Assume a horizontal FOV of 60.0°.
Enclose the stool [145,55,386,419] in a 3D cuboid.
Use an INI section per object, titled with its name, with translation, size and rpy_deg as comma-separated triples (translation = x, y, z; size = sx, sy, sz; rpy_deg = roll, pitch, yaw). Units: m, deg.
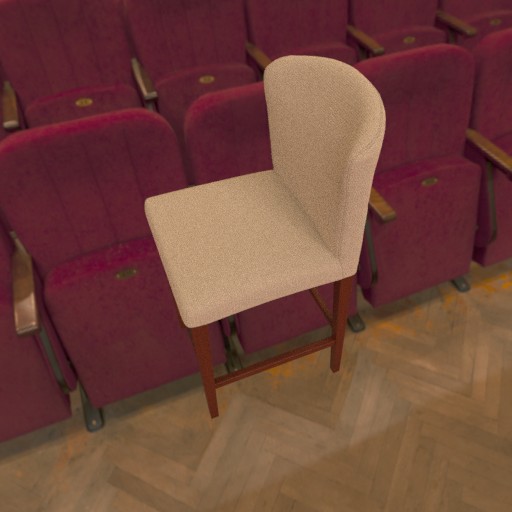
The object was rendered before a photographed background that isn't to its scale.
[stool]
translation = 0.000, 0.000, 1.383
size = 0.568, 1.069, 0.481
rpy_deg = -17, 50, -15
